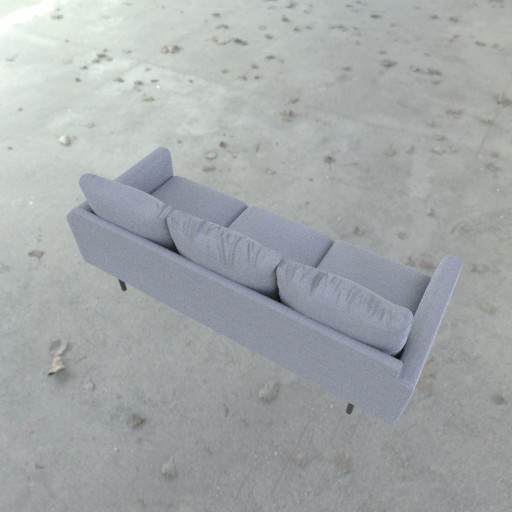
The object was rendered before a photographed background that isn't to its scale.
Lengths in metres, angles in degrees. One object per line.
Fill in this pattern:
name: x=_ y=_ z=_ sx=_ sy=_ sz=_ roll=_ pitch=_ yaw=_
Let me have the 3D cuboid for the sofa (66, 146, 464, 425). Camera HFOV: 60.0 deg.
sofa: x=0.000 y=0.000 z=2.480 sx=2.000 sy=0.830 sz=0.850 roll=24 pitch=51 yaw=21
